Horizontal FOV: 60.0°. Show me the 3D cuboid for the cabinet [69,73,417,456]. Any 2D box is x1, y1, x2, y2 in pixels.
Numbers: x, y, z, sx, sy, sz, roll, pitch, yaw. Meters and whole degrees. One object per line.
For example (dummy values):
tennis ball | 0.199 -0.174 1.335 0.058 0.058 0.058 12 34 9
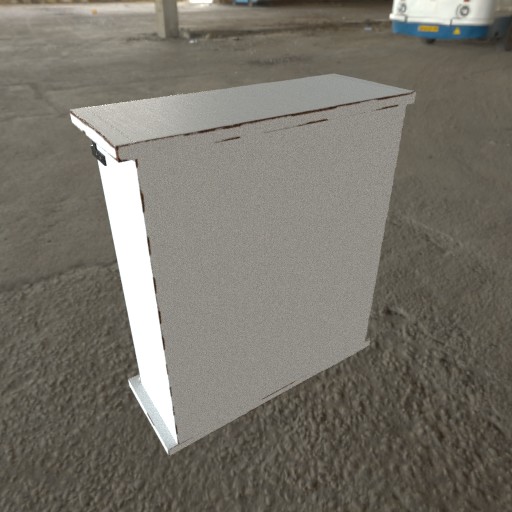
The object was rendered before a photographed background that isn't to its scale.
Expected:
cabinet | 0.000 0.000 0.885 0.541 0.603 0.210 -20 37 -28
